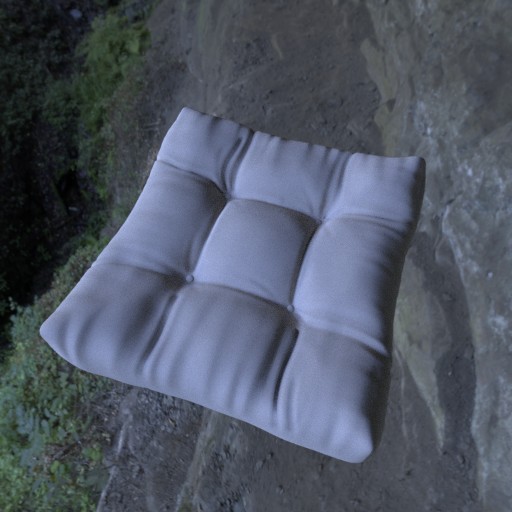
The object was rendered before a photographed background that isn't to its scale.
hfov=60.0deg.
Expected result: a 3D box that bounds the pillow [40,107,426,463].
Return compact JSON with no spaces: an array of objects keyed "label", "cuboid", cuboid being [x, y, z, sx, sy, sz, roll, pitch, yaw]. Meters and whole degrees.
[{"label":"pillow","cuboid":[0.000,0.000,0.698,0.468,0.128,0.490,16,59,10]}]
